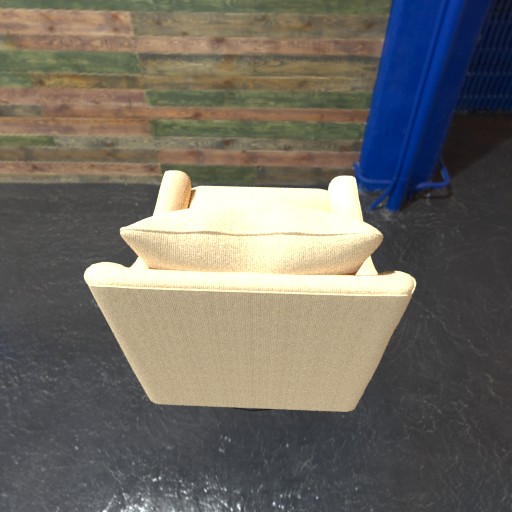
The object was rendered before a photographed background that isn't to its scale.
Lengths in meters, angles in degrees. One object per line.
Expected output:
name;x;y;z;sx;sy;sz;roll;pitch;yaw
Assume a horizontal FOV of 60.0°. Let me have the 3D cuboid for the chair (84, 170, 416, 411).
chair;0.000;0.000;1.526;0.760;0.927;0.876;2;47;2
